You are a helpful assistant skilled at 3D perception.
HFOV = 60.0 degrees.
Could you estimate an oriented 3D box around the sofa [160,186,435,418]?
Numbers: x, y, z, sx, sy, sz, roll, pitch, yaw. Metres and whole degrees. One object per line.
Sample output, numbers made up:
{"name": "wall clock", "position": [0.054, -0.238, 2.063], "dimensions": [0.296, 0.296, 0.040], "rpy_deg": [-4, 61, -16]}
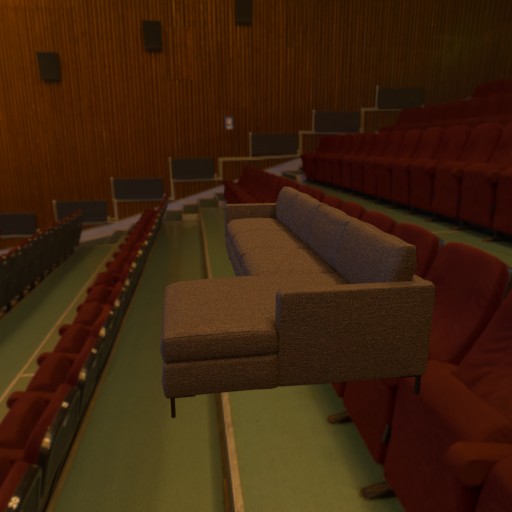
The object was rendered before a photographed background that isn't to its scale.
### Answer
{"name": "sofa", "position": [0.000, 0.000, 3.826], "dimensions": [1.483, 0.892, 3.221], "rpy_deg": [-2, 15, -8]}
